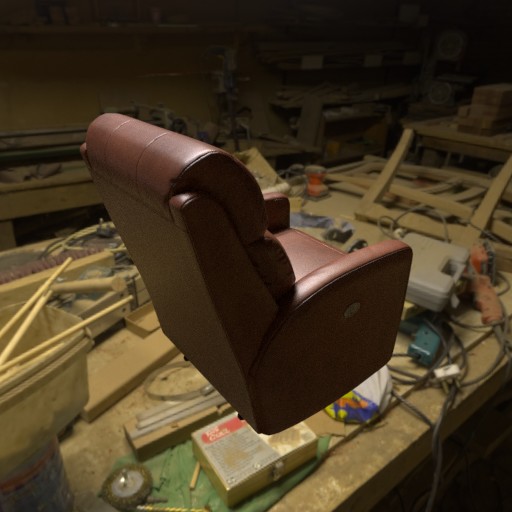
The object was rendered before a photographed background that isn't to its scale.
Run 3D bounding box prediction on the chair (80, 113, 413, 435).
[{"bbox_3d":[0.000,0.000,1.637,0.939,1.016,0.787,-19,32,-33],"label":"chair"}]
